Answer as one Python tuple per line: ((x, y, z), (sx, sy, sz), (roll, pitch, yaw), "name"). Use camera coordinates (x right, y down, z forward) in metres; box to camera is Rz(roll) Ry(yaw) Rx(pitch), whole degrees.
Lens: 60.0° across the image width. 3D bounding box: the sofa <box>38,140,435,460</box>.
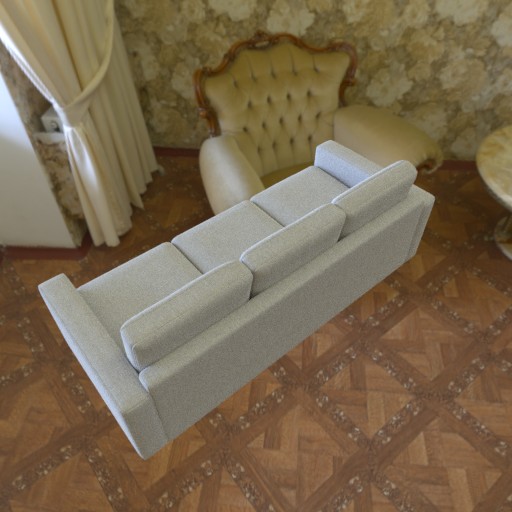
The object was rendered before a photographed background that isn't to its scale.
((0.000, 0.000, 2.543), (2.120, 0.800, 0.900), (-31, 53, -27), "sofa")
